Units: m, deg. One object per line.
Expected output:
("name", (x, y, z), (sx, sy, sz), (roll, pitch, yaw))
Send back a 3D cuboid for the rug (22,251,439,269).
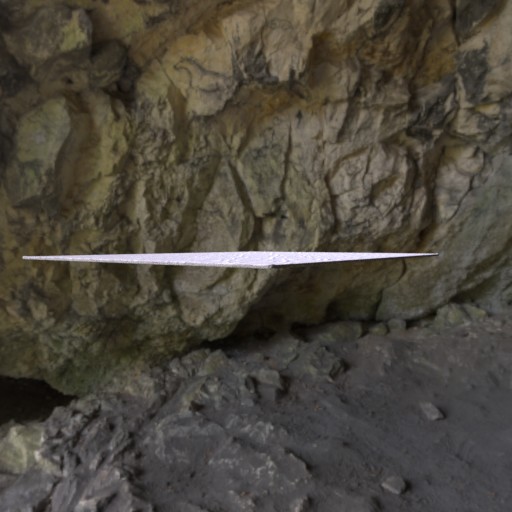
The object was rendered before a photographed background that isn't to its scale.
("rug", (0.000, 0.000, 4.056), (2.449, 0.025, 3.049), (1, 2, 36))
